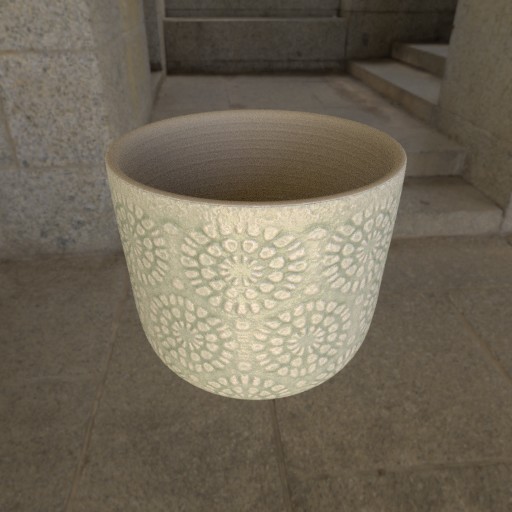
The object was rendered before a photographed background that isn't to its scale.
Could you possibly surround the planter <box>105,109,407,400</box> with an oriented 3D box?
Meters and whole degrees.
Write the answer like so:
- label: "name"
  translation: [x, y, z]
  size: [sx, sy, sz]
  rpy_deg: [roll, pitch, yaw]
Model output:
- label: "planter"
  translation: [0.000, 0.000, 0.297]
  size: [0.169, 0.153, 0.169]
  rpy_deg: [0, 31, 0]
